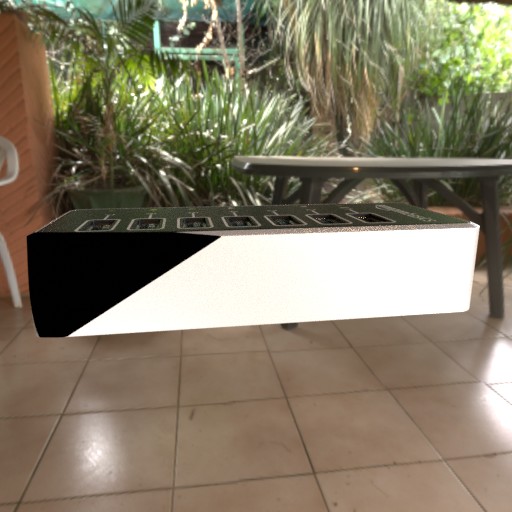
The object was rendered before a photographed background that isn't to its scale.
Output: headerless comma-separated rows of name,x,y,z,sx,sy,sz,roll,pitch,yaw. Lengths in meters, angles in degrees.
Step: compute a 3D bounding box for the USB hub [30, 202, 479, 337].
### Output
USB hub,0.000,0.000,0.125,0.110,0.023,0.044,-2,14,-9
